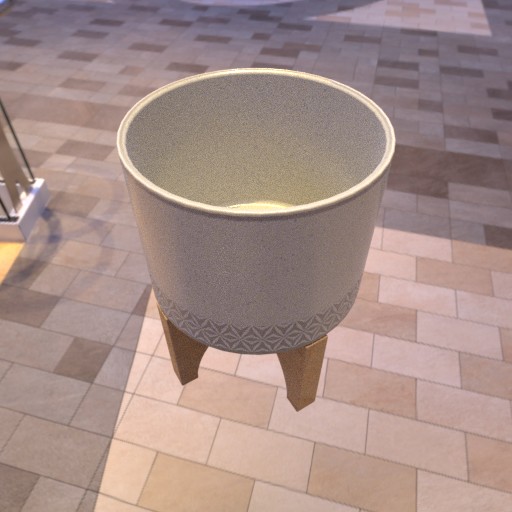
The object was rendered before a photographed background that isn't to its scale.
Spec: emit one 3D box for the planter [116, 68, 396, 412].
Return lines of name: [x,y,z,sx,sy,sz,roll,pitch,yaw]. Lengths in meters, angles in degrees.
planter: [0.000,0.000,0.273,0.130,0.178,0.130,0,46,0]
